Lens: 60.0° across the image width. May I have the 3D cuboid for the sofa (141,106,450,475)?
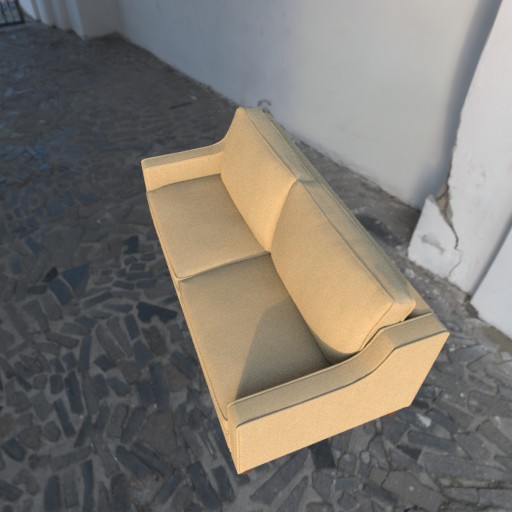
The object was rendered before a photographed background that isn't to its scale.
[{"bbox_3d":[0.000,0.000,2.832,1.066,1.071,2.178,-15,47,-14],"label":"sofa"}]
